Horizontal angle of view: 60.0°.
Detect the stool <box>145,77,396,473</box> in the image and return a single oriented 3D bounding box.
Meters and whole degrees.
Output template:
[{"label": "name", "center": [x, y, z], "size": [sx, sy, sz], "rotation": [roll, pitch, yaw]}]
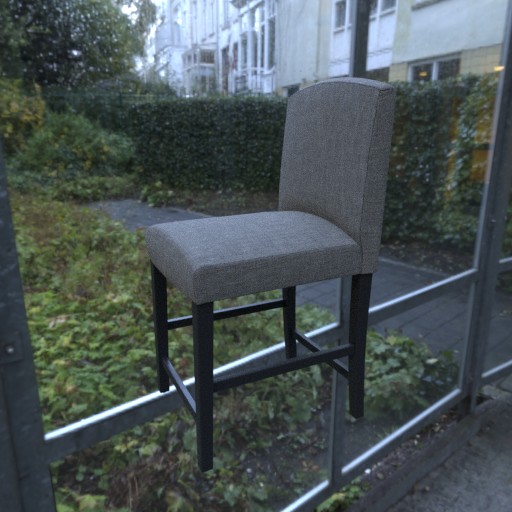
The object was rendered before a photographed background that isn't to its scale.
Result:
[{"label": "stool", "center": [0.000, 0.000, 1.260], "size": [0.552, 0.966, 0.451], "rotation": [-8, 18, -26]}]
